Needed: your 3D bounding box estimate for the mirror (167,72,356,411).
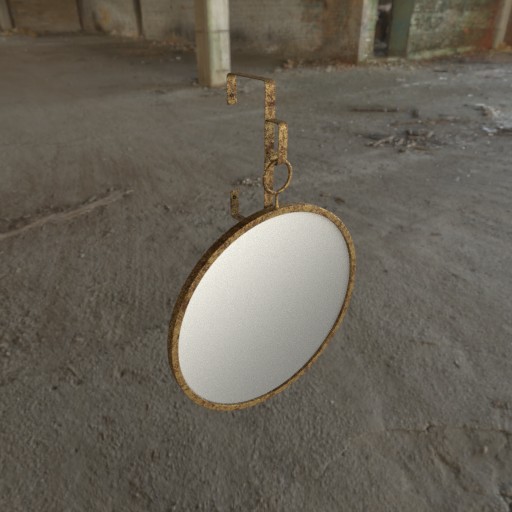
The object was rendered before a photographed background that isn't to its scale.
[{"bbox_3d":[0.000,0.000,0.861,0.447,0.651,0.144,-20,35,-31],"label":"mirror"}]
